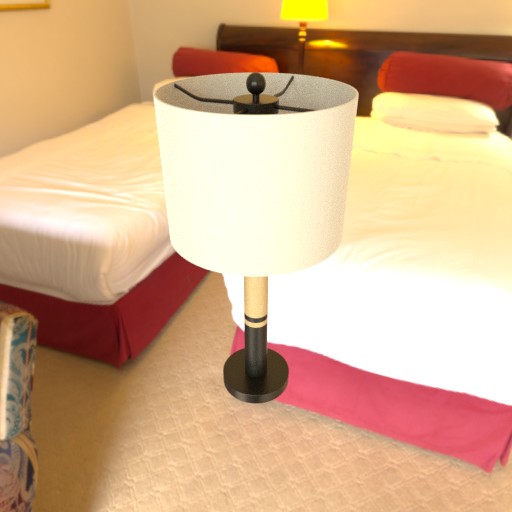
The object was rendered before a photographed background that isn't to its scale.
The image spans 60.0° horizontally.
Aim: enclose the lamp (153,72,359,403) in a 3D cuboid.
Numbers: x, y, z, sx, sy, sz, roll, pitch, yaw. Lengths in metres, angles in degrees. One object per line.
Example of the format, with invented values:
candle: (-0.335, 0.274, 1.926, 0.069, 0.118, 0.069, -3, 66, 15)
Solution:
lamp: (0.000, 0.000, 0.825, 0.305, 0.640, 0.305, -9, 33, -14)
